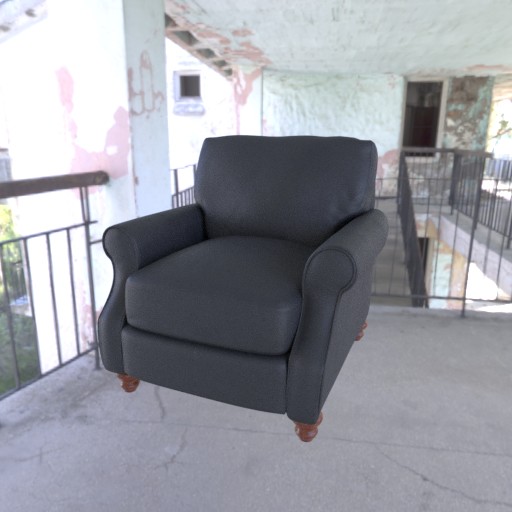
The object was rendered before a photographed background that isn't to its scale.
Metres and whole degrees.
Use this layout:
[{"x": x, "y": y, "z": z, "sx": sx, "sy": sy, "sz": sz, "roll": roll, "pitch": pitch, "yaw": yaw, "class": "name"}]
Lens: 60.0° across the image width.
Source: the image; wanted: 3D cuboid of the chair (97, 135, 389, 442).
[{"x": 0.000, "y": 0.000, "z": 1.816, "sx": 1.015, "sy": 0.960, "sz": 1.027, "roll": 8, "pitch": 17, "yaw": 28, "class": "chair"}]
